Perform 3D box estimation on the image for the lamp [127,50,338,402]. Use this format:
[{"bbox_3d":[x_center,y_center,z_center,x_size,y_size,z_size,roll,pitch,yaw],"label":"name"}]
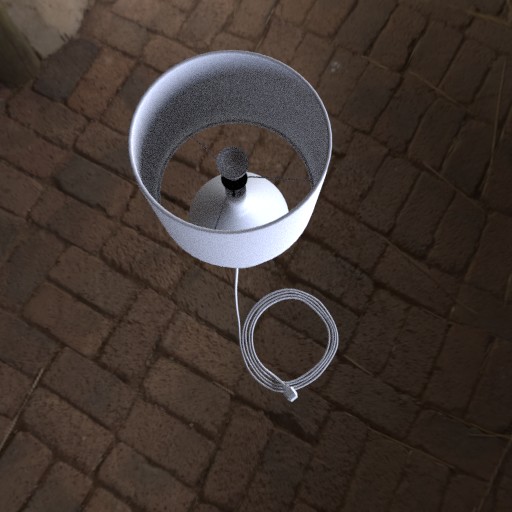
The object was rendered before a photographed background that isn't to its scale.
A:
[{"bbox_3d":[0.000,0.000,0.849,0.401,0.457,0.546,4,76,1],"label":"lamp"}]
